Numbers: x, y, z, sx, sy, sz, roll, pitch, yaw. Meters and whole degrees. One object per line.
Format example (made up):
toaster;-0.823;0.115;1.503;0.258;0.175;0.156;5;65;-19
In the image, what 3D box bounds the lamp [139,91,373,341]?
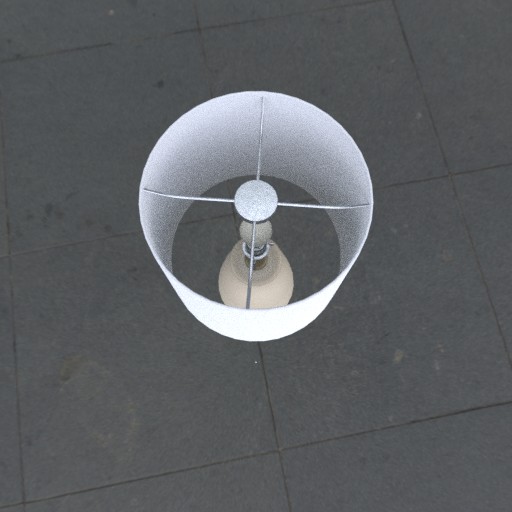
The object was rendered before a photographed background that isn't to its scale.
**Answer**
lamp;0.000;0.000;0.489;0.186;0.369;0.186;0;77;0
